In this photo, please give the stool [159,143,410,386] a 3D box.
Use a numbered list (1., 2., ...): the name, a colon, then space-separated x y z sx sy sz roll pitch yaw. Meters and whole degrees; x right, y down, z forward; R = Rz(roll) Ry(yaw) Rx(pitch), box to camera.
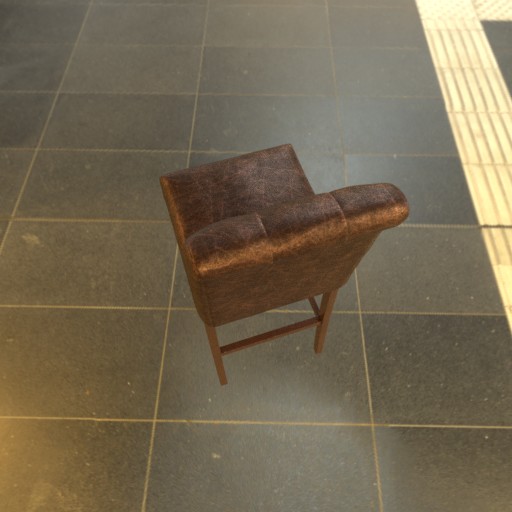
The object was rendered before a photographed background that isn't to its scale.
1. stool: 0.000 0.000 1.494 0.483 1.168 0.659 -16 61 -9
